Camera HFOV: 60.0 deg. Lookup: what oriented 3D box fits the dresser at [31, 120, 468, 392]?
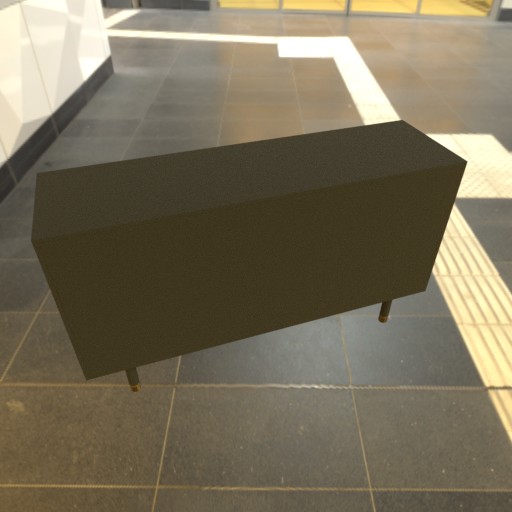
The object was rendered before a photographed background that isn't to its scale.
[{"bbox_3d":[0.000,0.000,1.943,1.558,0.872,0.463,-12,40,-15],"label":"dresser"}]
